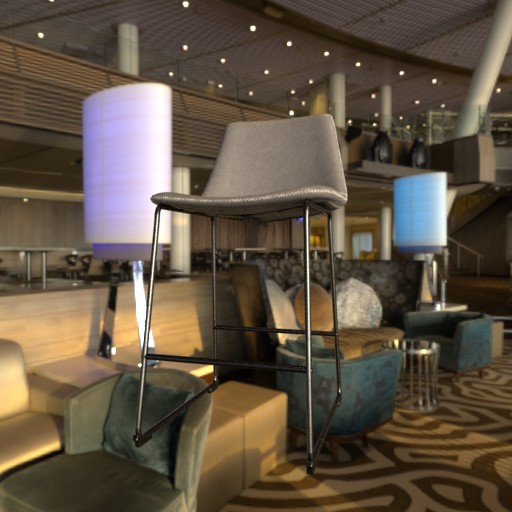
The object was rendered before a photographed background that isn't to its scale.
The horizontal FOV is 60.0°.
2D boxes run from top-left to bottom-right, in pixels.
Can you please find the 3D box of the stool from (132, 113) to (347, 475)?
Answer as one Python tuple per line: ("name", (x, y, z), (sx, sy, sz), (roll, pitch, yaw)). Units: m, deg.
("stool", (0.000, 0.000, 1.200), (0.470, 0.876, 0.546), (0, 1, 18))
